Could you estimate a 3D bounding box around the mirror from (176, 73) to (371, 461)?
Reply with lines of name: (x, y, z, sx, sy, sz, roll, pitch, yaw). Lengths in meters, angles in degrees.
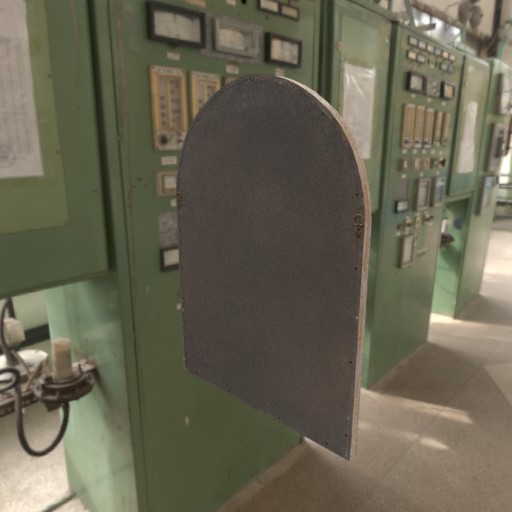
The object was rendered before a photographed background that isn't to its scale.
mirror: (0.000, 0.000, 1.202, 0.660, 0.920, 0.032, 13, 20, 42)
